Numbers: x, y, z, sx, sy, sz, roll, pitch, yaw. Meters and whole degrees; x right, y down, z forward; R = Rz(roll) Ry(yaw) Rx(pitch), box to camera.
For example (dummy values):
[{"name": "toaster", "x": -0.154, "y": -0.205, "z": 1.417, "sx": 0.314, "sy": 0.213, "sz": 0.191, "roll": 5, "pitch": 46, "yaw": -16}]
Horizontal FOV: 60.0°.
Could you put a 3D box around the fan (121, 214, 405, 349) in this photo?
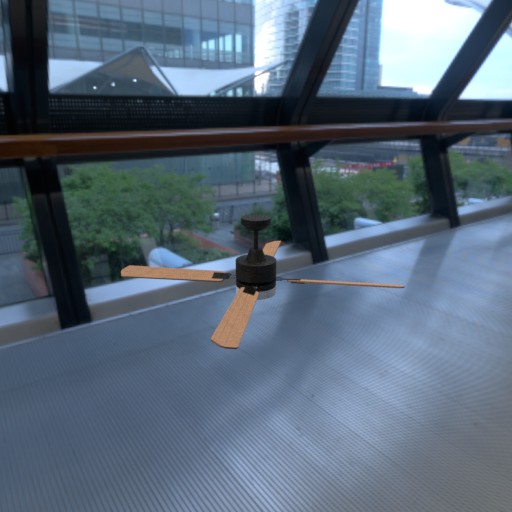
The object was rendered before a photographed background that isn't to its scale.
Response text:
[{"name": "fan", "x": 0.000, "y": 0.000, "z": 2.015, "sx": 1.320, "sy": 0.355, "sz": 1.320, "roll": 3, "pitch": 17, "yaw": 9}]
